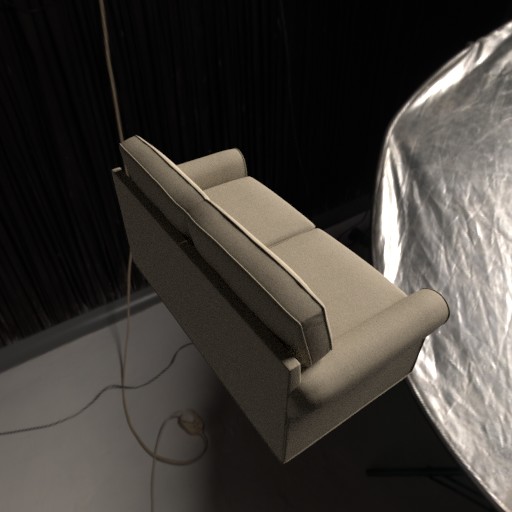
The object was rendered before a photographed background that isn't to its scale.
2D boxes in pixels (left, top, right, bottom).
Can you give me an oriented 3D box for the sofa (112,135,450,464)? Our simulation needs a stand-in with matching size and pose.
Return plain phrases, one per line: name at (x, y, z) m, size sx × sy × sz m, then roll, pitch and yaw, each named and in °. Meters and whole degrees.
sofa at (0.000, 0.000, 2.341) m, size 0.861 × 0.933 × 1.774 m, roll -24°, pitch 46°, yaw -26°
